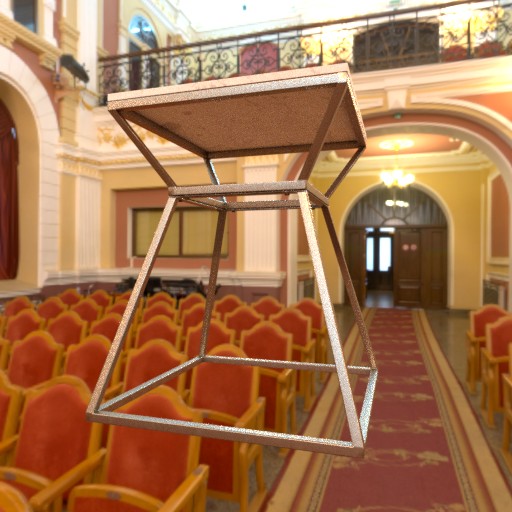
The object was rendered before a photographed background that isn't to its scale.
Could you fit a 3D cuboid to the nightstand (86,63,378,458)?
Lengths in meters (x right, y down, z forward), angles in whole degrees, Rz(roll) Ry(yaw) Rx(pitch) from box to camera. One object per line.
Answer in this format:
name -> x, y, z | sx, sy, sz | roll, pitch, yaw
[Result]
nightstand -> 0.000, 0.000, 0.889 | 0.455, 0.554, 0.455 | 0, 0, 18
